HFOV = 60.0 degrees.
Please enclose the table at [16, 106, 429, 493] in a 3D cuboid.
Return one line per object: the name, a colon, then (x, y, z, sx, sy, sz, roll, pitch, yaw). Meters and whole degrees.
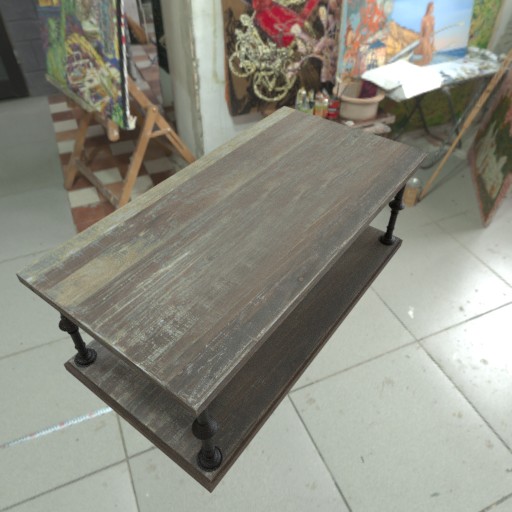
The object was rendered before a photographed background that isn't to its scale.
table: (0.000, 0.000, 1.342, 0.554, 0.399, 1.088, 27, 50, 26)
